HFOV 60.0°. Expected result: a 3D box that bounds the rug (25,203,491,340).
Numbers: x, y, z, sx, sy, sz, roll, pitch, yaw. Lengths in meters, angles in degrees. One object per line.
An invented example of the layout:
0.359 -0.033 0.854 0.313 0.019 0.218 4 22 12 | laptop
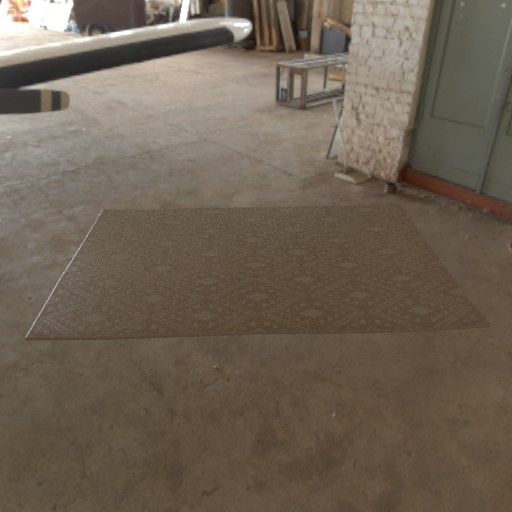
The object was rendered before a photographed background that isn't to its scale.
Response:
0.000 0.000 2.971 2.430 0.053 1.553 -1 32 -2 | rug
